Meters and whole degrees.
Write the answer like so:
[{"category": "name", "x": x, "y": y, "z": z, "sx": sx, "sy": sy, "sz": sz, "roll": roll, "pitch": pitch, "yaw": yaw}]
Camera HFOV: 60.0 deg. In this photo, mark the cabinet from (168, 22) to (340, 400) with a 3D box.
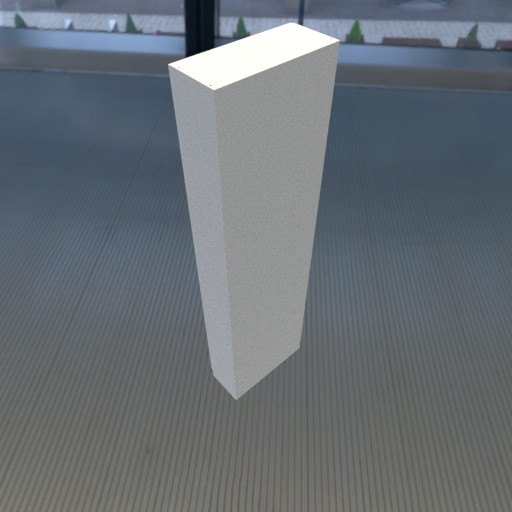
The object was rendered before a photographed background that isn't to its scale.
[{"category": "cabinet", "x": 0.000, "y": 0.000, "z": 1.981, "sx": 0.500, "sy": 1.790, "sz": 0.230, "roll": -33, "pitch": 55, "yaw": -27}]
